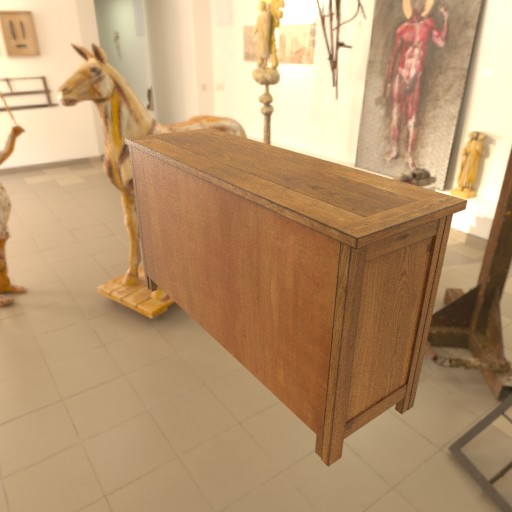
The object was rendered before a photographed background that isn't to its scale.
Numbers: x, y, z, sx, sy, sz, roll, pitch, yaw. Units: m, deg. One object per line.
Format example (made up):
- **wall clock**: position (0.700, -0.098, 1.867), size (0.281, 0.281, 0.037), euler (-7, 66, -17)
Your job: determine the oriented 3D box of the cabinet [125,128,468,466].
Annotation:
- **cabinet**: position (0.000, 0.000, 1.892), size (0.480, 0.813, 1.474), euler (-18, 31, -32)
